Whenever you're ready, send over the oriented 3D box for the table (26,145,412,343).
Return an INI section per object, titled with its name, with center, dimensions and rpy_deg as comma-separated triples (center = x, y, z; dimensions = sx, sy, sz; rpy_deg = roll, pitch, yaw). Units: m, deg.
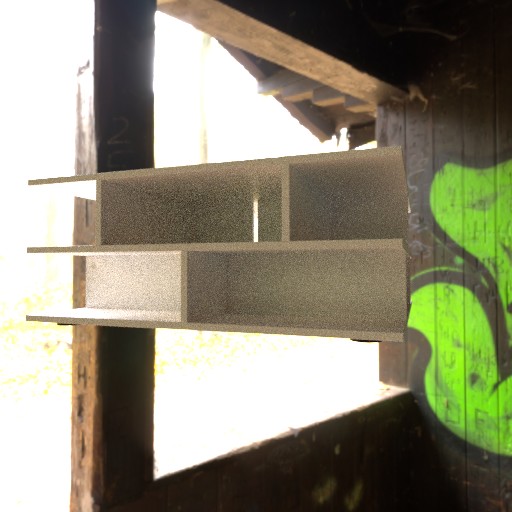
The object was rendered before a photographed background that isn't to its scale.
[table]
center = 0.000, 0.000, 1.075
dimensions = 0.700, 0.289, 0.700
rpy_deg = -1, -2, 20
